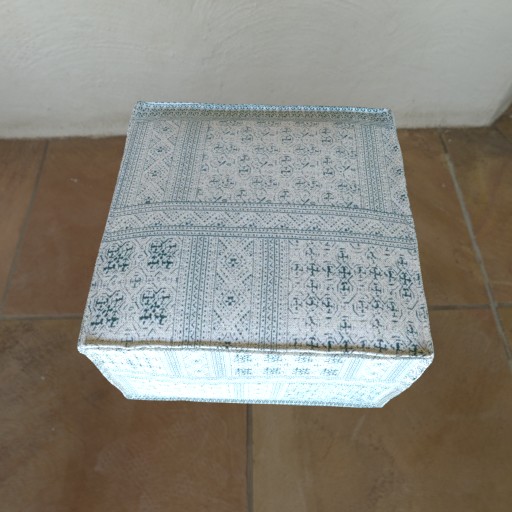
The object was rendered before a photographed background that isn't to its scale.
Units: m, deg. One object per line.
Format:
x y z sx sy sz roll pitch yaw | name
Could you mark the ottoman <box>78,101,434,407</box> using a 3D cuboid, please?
0.000 0.000 1.051 0.626 0.439 0.617 2 60 1 | ottoman
